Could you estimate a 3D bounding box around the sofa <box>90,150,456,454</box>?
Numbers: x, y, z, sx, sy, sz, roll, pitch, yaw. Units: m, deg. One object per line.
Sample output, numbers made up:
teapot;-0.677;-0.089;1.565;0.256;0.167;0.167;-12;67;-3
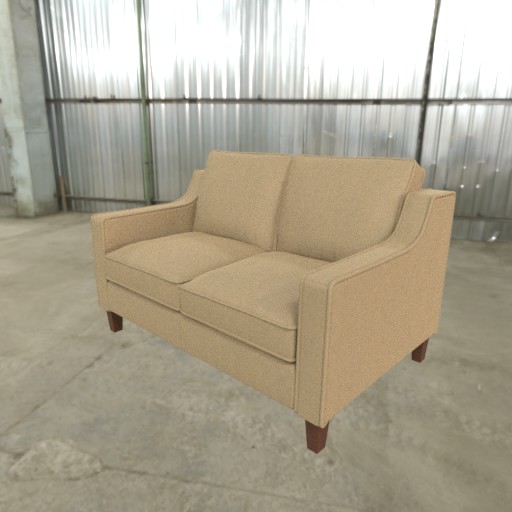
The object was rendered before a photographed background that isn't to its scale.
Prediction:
sofa;0.000;0.000;2.187;1.501;0.971;0.987;15;23;41
